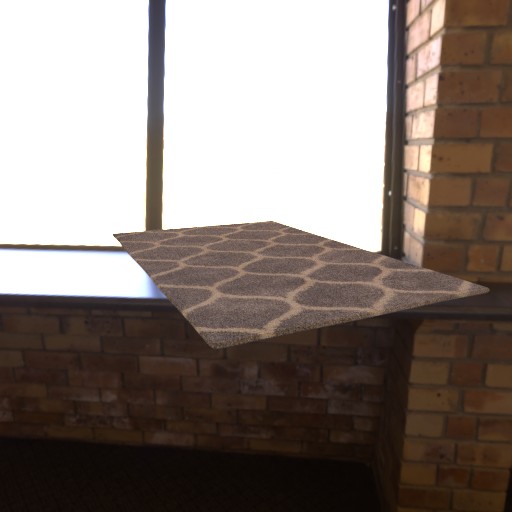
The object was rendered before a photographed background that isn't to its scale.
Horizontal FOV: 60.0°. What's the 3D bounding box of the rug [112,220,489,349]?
[{"bbox_3d":[0.000,0.000,2.945,1.501,0.025,2.348,-7,16,-25],"label":"rug"}]
